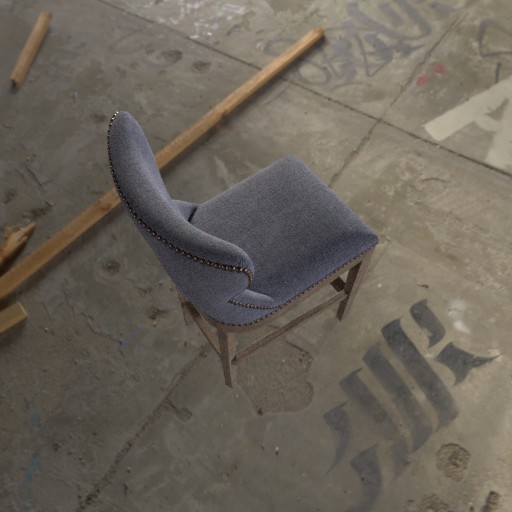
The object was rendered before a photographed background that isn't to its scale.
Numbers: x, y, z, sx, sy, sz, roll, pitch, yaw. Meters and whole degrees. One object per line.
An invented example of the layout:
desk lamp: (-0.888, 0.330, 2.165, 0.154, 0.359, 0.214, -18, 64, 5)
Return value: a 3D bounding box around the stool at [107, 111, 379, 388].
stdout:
stool: (0.000, 0.000, 1.339, 0.608, 0.981, 0.498, -32, 64, -18)
